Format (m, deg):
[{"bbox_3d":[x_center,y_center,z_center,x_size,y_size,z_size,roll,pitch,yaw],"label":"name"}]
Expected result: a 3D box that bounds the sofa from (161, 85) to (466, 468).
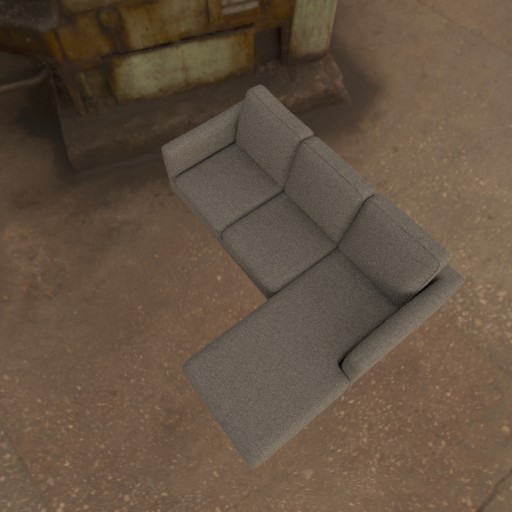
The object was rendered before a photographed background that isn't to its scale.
[{"bbox_3d":[0.000,0.000,3.021,1.667,0.957,2.055,-35,68,-17],"label":"sofa"}]
